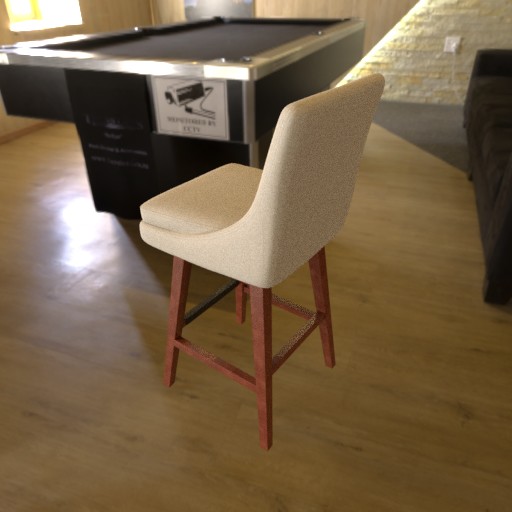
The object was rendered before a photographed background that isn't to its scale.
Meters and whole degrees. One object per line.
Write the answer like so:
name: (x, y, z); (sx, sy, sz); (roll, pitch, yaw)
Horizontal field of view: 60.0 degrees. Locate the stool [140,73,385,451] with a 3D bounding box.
stool: (0.000, 0.000, 1.408); (0.559, 1.092, 0.470); (21, 38, 30)
